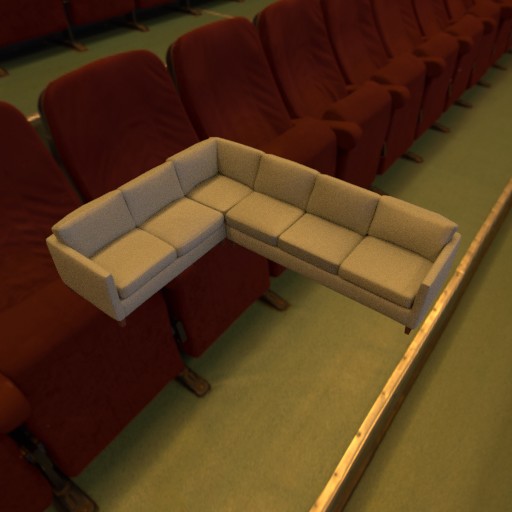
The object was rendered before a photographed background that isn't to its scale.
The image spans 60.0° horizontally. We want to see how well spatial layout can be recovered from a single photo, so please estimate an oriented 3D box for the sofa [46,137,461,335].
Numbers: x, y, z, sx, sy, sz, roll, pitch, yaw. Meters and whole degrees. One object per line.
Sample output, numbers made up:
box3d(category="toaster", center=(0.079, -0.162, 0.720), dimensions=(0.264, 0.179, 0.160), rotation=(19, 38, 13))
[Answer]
box3d(category="sofa", center=(0.000, 0.000, 4.526), dimensions=(3.301, 0.947, 2.592), rotation=(26, 48, 26))
